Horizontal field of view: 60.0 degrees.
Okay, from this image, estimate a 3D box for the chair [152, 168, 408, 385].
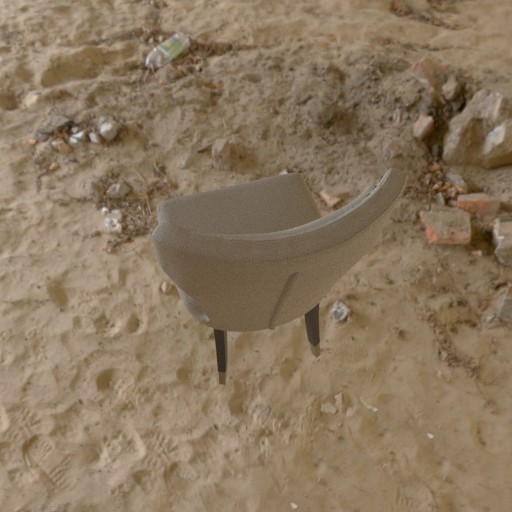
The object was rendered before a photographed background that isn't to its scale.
[{"bbox_3d":[0.000,0.000,1.325,0.526,0.955,0.630,-14,58,-9],"label":"chair"}]
